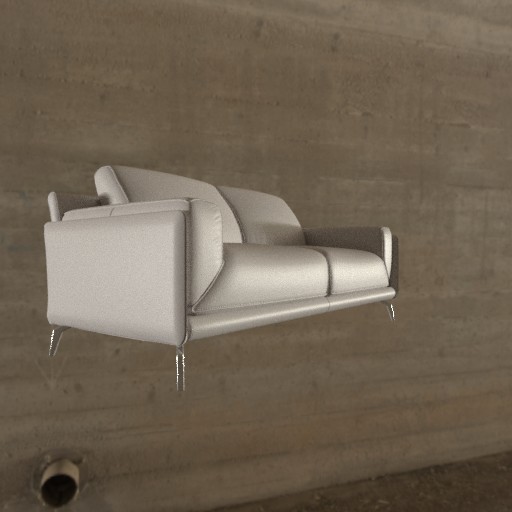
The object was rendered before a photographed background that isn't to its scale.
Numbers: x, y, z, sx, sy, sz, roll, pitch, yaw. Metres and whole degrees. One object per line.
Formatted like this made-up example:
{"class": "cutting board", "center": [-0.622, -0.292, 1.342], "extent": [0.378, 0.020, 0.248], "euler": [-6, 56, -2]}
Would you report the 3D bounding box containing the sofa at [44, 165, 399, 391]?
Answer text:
{"class": "sofa", "center": [0.000, 0.000, 2.557], "extent": [1.049, 0.930, 2.101], "euler": [0, 0, 37]}
